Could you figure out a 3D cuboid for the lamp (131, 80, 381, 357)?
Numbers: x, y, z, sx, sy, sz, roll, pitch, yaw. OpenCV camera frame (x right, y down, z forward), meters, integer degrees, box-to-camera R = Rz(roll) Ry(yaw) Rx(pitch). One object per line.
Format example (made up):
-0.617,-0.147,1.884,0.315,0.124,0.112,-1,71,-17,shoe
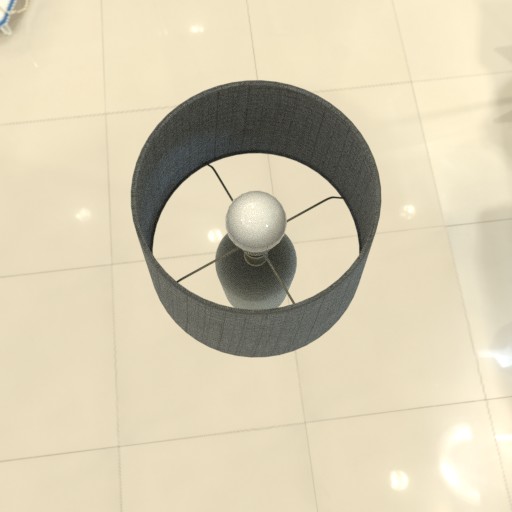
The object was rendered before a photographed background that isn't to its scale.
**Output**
0.000,0.000,0.558,0.251,0.429,0.251,0,76,0,lamp
